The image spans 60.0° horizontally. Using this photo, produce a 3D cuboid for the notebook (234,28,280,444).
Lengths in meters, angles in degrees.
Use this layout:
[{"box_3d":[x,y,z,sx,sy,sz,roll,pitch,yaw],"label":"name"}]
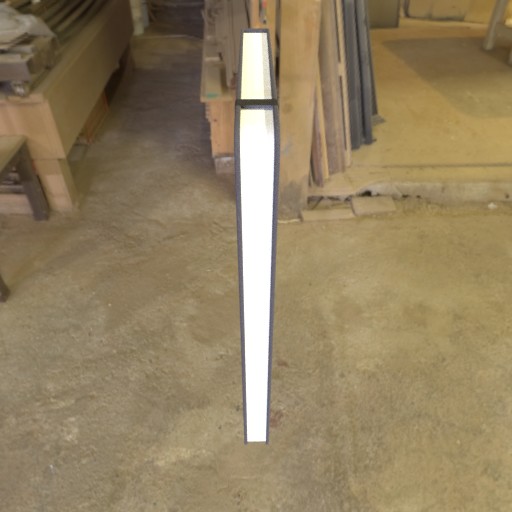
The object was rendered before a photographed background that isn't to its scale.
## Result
[{"box_3d":[0.000,0.000,0.258,0.016,0.213,0.127,0,41,0],"label":"notebook"}]
